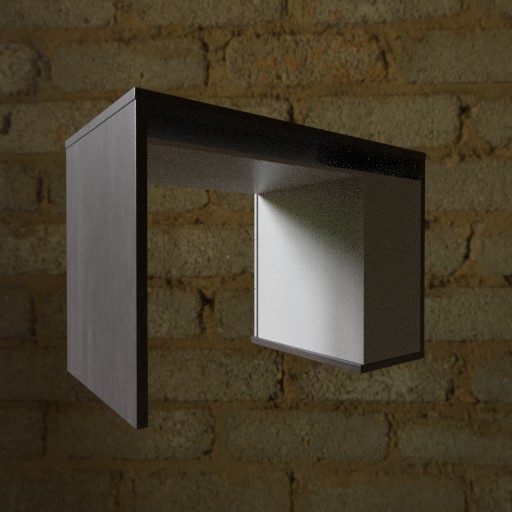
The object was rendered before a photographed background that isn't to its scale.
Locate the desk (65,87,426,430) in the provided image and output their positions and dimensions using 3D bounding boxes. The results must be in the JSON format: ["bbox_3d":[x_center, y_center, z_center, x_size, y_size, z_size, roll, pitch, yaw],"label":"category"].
[{"bbox_3d":[0.000,0.000,1.534,1.100,0.750,0.600,-1,1,-37],"label":"desk"}]
